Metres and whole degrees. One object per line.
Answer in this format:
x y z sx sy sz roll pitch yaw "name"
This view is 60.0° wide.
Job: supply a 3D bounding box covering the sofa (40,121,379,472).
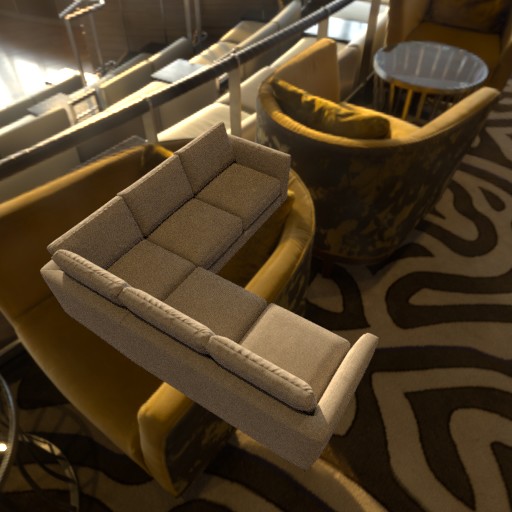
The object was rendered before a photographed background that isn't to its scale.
0.000 0.000 3.763 2.438 0.864 2.438 25 51 22 "sofa"
